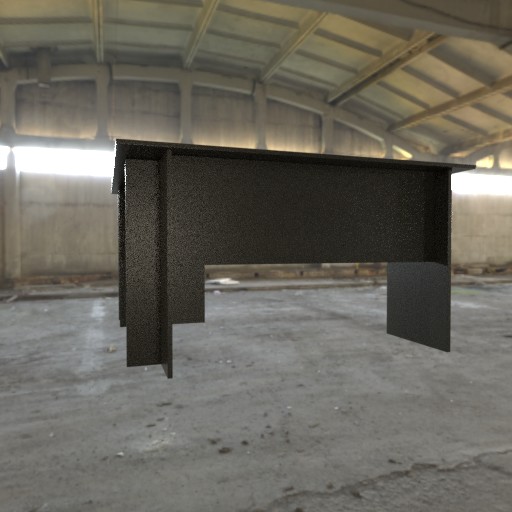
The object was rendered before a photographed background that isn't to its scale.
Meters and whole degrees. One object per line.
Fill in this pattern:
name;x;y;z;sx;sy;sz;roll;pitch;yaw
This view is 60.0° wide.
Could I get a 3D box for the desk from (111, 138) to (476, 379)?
desk;0.000;0.000;2.125;1.303;0.716;1.361;0;1;-19
